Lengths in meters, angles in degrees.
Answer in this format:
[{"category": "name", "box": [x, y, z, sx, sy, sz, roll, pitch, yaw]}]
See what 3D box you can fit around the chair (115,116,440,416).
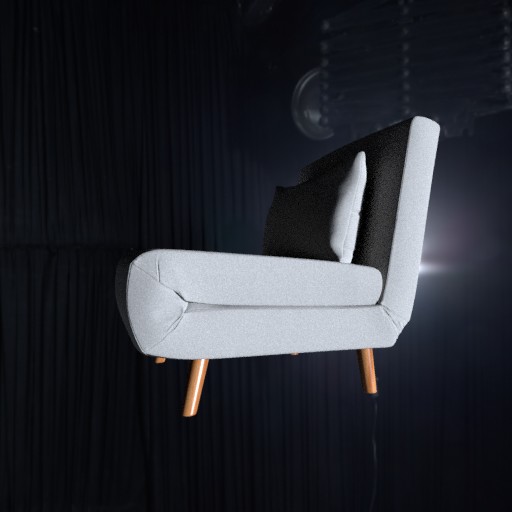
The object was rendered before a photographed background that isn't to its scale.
[{"category": "chair", "box": [0.000, 0.000, 1.497, 0.902, 0.808, 0.770, 0, -1, -19]}]
